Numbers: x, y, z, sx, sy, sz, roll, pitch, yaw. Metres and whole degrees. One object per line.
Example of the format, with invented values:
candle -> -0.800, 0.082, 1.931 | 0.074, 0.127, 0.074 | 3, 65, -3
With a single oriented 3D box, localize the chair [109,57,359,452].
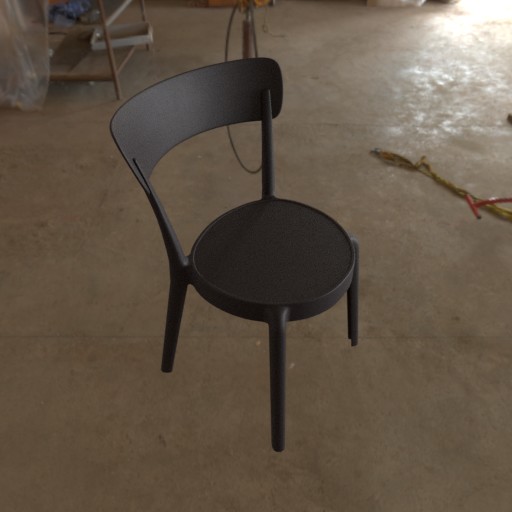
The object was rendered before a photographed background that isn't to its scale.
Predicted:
chair -> 0.000, 0.000, 1.122 | 0.491, 0.790, 0.506 | 26, 48, 26
